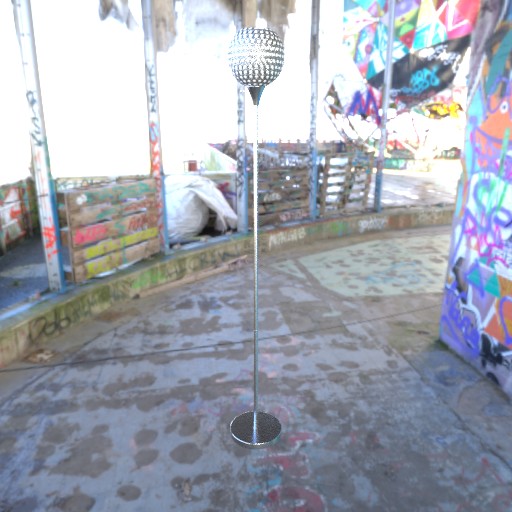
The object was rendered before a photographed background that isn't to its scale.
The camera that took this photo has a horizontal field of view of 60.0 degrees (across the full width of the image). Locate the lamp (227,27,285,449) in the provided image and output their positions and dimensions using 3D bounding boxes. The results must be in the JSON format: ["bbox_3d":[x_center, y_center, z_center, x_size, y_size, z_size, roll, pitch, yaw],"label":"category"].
[{"bbox_3d":[0.000,0.000,1.951,0.254,1.805,0.254,0,15,0],"label":"lamp"}]
